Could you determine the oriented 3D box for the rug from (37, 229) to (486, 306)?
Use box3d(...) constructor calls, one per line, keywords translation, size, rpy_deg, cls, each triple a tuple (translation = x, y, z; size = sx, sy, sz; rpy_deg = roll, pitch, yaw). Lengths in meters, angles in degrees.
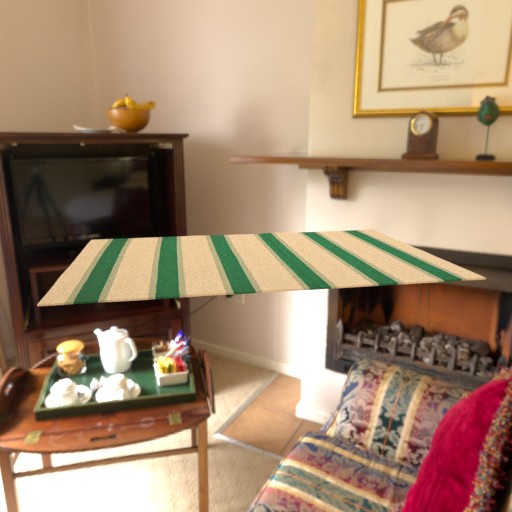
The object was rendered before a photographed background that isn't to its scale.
box3d(translation=(0.000, 0.000, 3.078), size=(2.436, 0.015, 1.521), rpy_deg=(-3, 14, -10), cls="rug")
